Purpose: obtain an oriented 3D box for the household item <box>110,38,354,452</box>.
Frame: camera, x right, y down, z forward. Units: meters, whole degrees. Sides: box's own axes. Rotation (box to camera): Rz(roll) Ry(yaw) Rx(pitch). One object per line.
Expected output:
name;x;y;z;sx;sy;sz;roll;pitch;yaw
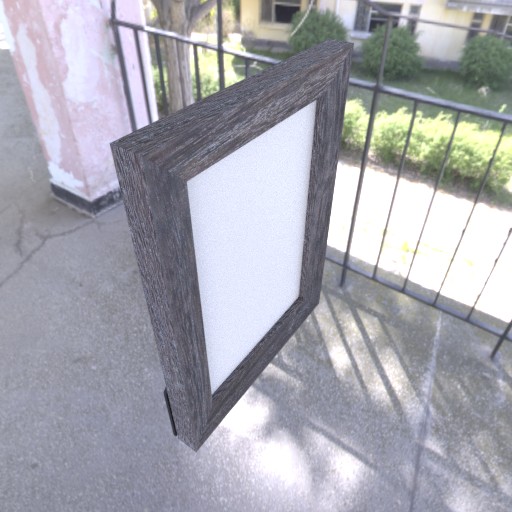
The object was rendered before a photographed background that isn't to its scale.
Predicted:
household item;0.000;0.000;0.270;0.020;0.210;0.160;25;47;26
